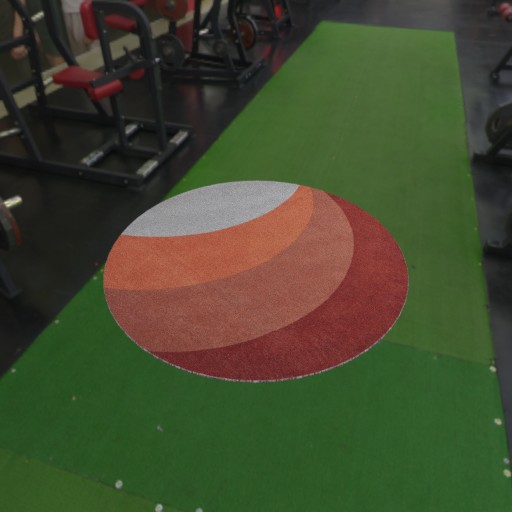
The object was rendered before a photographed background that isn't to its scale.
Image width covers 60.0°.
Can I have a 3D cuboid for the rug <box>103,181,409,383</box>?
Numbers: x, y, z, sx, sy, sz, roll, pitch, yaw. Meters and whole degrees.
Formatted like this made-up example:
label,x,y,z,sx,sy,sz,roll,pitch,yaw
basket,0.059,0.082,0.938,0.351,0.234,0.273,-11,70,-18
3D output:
label,x,y,z,sx,sy,sz,roll,pitch,yaw
rug,0.000,0.000,2.275,1.514,0.015,1.514,0,39,0
